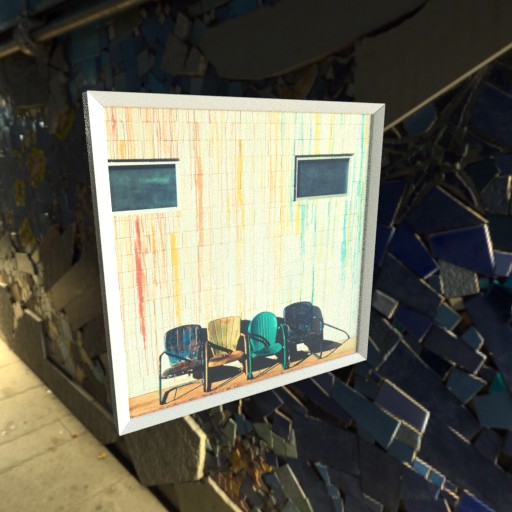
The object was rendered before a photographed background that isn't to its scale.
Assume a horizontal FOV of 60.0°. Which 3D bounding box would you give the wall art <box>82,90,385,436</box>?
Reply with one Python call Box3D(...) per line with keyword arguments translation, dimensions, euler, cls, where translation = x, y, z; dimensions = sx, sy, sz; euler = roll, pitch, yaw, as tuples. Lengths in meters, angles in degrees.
Box3D(translation=(0.000, 0.000, 0.759), dimensions=(0.508, 0.508, 0.037), euler=(-8, 17, -28), cls="wall art")
